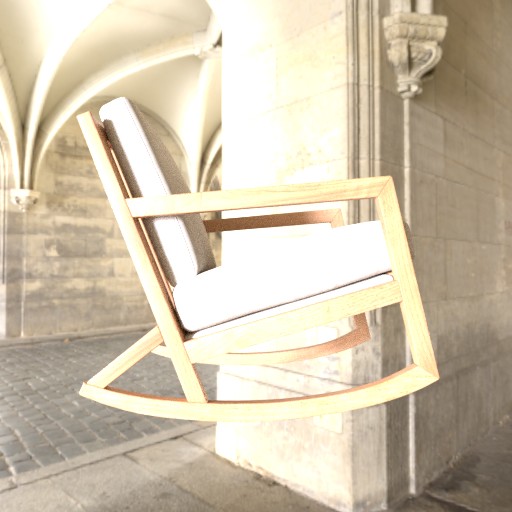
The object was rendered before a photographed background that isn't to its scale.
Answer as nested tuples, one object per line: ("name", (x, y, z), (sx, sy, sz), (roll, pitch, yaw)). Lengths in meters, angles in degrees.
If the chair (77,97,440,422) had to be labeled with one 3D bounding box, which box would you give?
("chair", (0.000, 0.000, 1.355), (0.857, 0.790, 0.622), (0, -1, -1))
